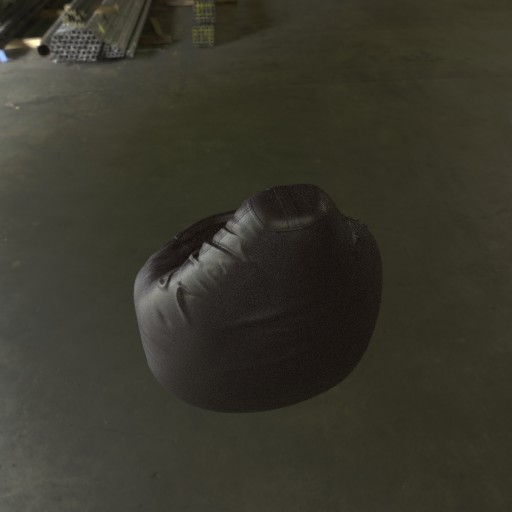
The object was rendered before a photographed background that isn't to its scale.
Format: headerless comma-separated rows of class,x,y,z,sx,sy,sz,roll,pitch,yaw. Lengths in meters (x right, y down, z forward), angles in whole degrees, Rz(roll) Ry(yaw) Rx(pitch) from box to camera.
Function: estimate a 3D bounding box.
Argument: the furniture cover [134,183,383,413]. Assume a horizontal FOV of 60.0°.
furniture cover,0.000,0.000,1.889,1.070,0.990,1.070,-13,43,-15
